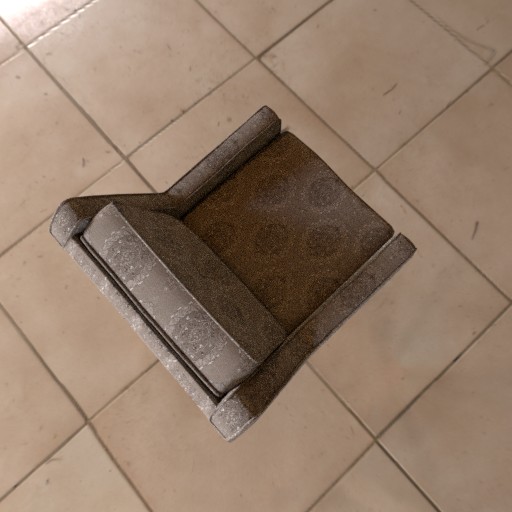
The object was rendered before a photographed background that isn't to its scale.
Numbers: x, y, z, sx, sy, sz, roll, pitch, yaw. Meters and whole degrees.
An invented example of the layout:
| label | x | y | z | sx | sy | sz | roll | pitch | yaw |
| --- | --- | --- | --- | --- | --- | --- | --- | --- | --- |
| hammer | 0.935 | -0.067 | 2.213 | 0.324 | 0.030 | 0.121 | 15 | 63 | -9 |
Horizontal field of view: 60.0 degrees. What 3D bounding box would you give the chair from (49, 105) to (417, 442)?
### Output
| label | x | y | z | sx | sy | sz | roll | pitch | yaw |
| --- | --- | --- | --- | --- | --- | --- | --- | --- | --- |
| chair | 0.000 | 0.000 | 1.363 | 0.750 | 0.797 | 0.665 | -42 | 79 | -10 |
